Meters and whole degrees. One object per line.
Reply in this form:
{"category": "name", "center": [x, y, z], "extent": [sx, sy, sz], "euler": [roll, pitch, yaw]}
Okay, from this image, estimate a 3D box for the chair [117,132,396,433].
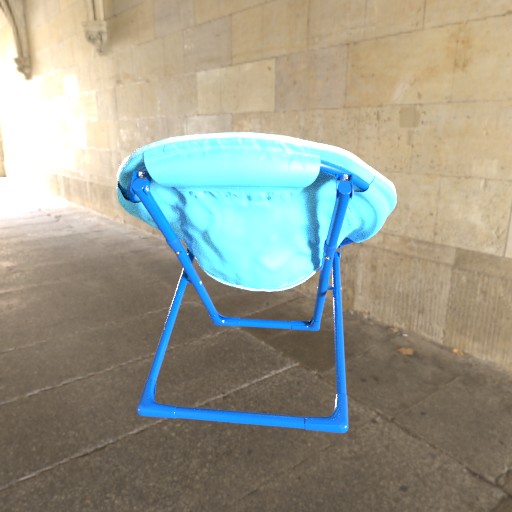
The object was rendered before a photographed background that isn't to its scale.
{"category": "chair", "center": [0.000, 0.000, 0.891], "extent": [0.520, 0.478, 0.465], "euler": [2, 16, 7]}
